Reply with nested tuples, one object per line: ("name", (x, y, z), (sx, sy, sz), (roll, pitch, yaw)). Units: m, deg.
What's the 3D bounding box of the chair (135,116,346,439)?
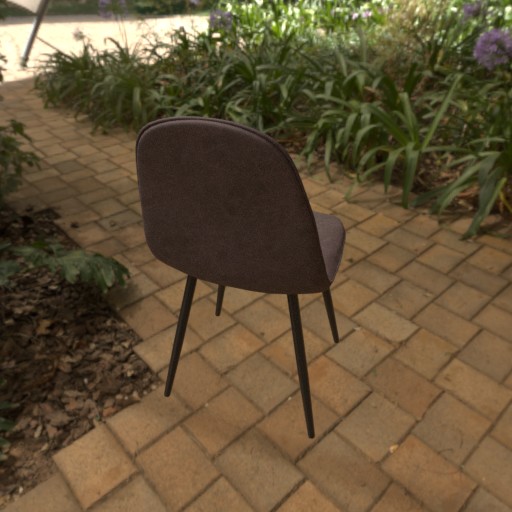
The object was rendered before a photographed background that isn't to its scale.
("chair", (0.000, 0.000, 1.212), (0.472, 0.889, 0.561), (10, 34, 16))
